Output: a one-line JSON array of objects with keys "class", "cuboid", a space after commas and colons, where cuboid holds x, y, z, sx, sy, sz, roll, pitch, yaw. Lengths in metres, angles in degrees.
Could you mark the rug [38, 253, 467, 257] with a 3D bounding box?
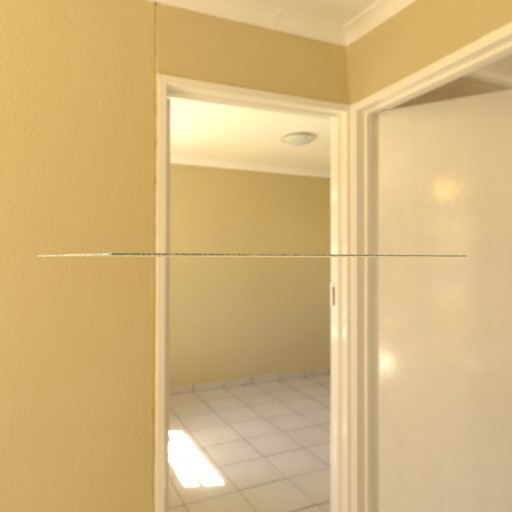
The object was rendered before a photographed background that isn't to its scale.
[{"class": "rug", "cuboid": [0.000, 0.000, 2.161, 1.752, 0.006, 1.142, 0, 0, -35]}]
